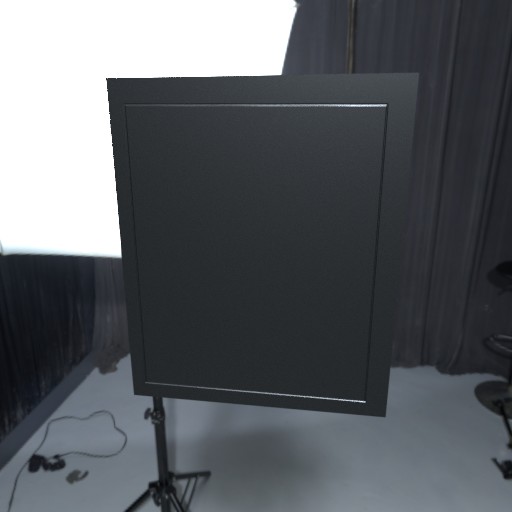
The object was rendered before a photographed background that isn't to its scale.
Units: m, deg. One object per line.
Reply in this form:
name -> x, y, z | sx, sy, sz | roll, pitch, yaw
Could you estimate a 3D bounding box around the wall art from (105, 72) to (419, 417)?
wall art -> 0.000, 0.000, 0.739 | 0.461, 0.558, 0.031 | 2, 17, 8
